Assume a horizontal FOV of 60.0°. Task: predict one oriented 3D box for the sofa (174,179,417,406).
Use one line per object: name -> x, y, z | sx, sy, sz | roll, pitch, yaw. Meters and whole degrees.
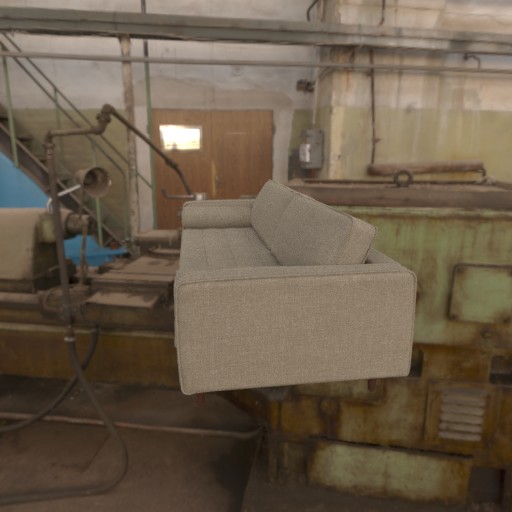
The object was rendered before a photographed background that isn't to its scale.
sofa -> 0.000, 0.000, 2.663 | 0.914, 0.762, 2.211 | -2, 14, -8
